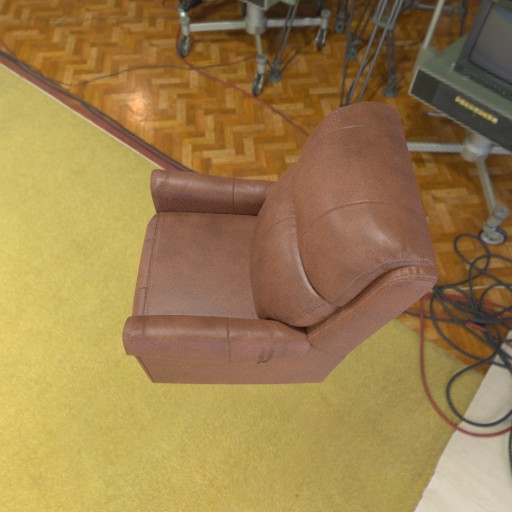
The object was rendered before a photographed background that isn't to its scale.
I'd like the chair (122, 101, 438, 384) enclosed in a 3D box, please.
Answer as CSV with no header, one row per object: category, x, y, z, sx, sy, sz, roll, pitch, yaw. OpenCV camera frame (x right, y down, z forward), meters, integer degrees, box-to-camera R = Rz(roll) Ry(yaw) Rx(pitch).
chair,0.000,0.000,1.778,1.014,1.054,0.838,0,57,0
